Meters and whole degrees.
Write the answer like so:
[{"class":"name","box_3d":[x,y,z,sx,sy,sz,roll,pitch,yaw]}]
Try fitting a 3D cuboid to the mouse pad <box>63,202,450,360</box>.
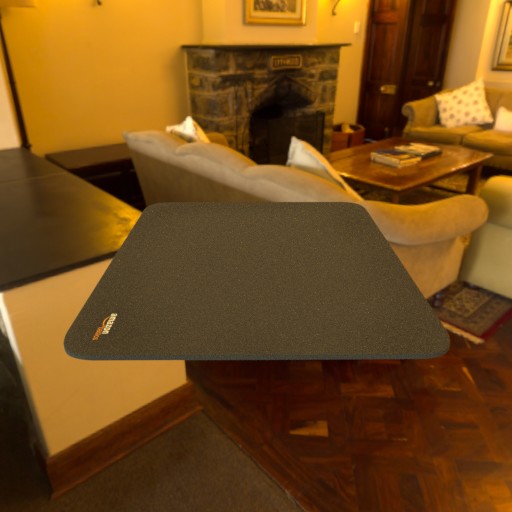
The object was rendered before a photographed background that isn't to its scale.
[{"class":"mouse pad","box_3d":[0.000,0.000,0.322,0.203,0.003,0.229,0,26,0]}]
